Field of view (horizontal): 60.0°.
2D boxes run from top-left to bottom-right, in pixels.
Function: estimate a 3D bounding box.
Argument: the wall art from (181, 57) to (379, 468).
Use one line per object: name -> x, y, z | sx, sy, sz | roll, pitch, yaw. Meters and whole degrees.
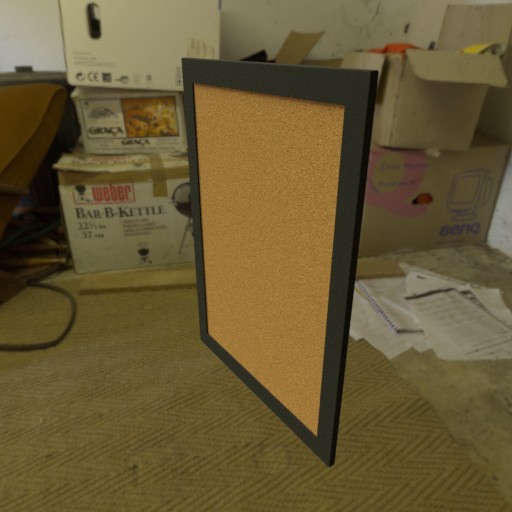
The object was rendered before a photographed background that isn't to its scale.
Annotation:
wall art -> 0.000, 0.000, 0.660 | 0.012, 0.529, 0.374 | -18, 31, -32
